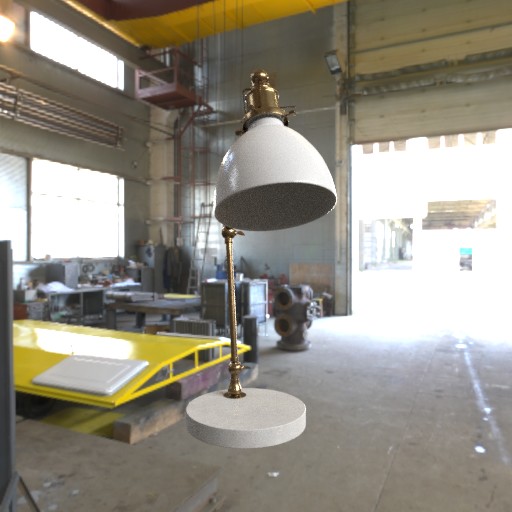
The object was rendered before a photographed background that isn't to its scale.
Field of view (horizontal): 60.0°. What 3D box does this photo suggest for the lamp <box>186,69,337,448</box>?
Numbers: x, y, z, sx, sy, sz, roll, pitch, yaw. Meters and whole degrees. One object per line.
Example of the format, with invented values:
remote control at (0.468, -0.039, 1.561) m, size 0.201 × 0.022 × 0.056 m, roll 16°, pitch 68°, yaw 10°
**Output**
lamp at (0.000, 0.000, 0.647) m, size 0.186 × 0.522 × 0.317 m, roll 0°, pitch 1°, yaw -19°
